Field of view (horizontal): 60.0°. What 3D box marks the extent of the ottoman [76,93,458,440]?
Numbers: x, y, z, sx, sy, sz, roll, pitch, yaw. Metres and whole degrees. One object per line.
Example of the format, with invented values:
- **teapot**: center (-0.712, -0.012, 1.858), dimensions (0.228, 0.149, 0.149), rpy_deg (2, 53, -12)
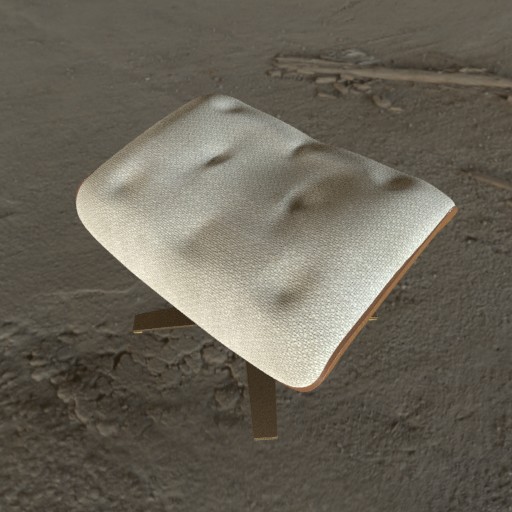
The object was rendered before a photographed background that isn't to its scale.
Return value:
- **ottoman**: center (0.000, 0.000, 0.811), dimensions (0.520, 0.391, 0.394), rpy_deg (32, 55, 27)
